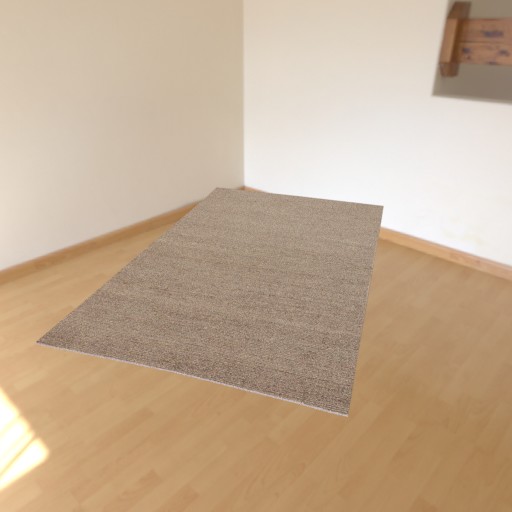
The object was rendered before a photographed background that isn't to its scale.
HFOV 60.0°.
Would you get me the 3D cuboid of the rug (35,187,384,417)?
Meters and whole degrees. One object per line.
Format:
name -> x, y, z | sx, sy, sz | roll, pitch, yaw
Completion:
rug -> 0.000, 0.000, 2.241 | 1.154, 0.021, 1.792 | 9, 30, 16
